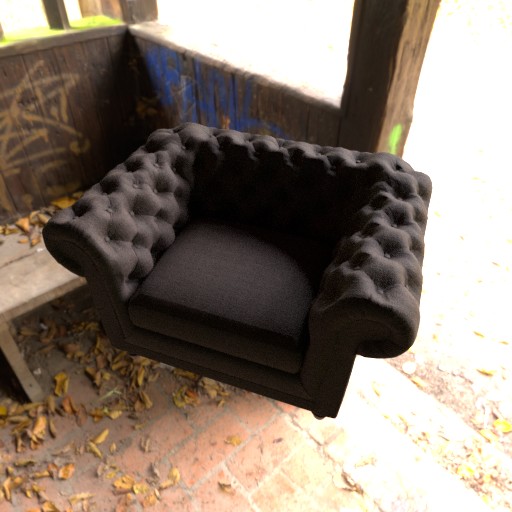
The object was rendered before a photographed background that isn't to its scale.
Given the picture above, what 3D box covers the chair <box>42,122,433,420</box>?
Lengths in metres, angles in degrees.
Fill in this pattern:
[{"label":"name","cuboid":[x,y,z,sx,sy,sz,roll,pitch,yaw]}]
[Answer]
[{"label":"chair","cuboid":[0.000,0.000,1.898,1.298,0.780,0.945,14,43,15]}]
